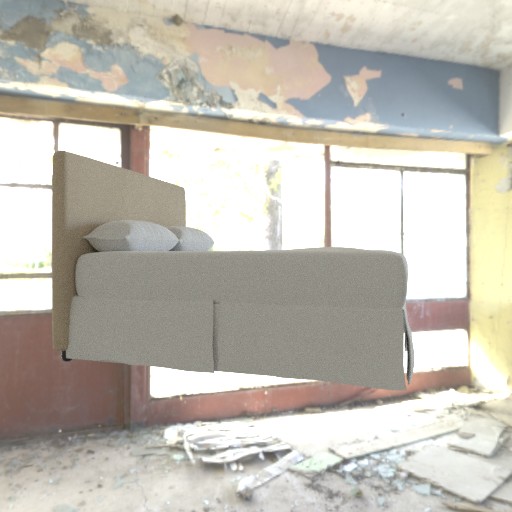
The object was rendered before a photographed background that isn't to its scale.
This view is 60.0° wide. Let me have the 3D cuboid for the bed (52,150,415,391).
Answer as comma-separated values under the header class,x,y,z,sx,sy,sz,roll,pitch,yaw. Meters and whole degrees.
class,x,y,z,sx,sy,sz,roll,pitch,yaw
bed,0.000,0.000,3.220,2.142,1.330,1.723,0,0,18
